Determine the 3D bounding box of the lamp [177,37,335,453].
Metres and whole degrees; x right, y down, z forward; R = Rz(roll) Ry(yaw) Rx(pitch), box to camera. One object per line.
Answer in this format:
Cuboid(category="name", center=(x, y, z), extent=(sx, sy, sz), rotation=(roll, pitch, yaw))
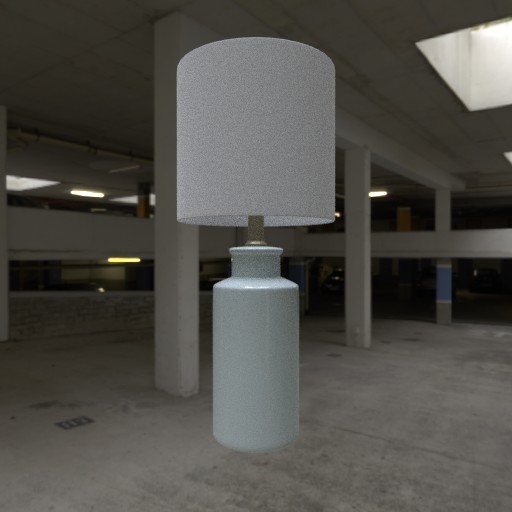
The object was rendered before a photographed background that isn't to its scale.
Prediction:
Cuboid(category="lamp", center=(0.000, 0.000, 0.605), extent=(0.212, 0.493, 0.212), rotation=(0, 1, 36))
